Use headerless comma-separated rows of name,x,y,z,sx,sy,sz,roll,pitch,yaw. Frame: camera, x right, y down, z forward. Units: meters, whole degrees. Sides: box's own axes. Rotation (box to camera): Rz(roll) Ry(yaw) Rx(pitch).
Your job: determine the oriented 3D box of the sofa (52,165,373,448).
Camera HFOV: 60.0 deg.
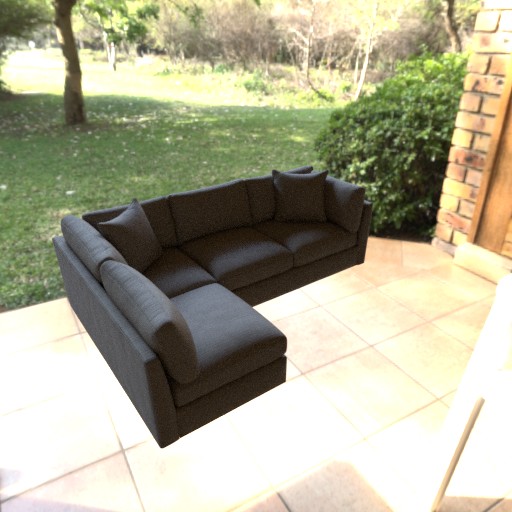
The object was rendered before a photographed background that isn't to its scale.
sofa,0.000,0.000,3.919,2.896,0.978,1.994,-18,32,-31
